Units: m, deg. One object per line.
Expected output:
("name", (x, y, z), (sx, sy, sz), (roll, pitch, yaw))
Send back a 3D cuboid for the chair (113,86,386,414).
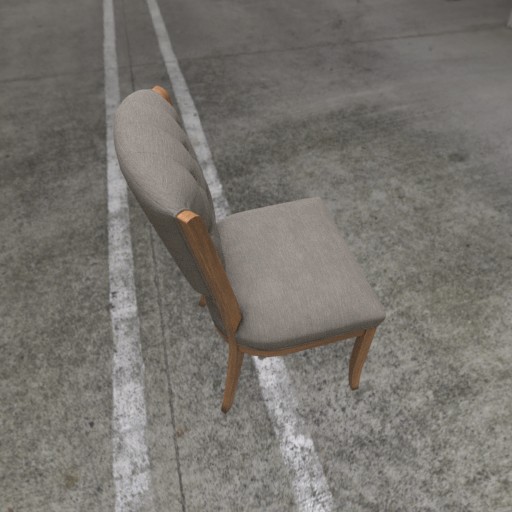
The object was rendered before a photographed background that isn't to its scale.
("chair", (0.000, 0.000, 1.241), (0.584, 0.905, 0.513), (-11, 48, -10))
